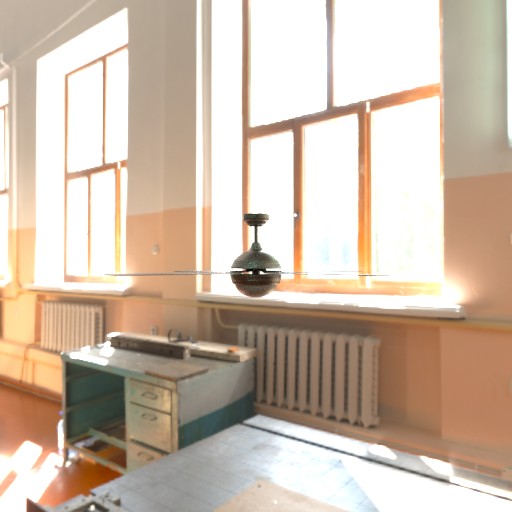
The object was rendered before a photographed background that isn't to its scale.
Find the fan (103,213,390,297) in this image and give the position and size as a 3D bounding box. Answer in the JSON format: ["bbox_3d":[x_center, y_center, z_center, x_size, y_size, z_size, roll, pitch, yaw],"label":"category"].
[{"bbox_3d":[0.000,0.000,2.044,1.321,0.381,1.321,0,-1,-17],"label":"fan"}]
